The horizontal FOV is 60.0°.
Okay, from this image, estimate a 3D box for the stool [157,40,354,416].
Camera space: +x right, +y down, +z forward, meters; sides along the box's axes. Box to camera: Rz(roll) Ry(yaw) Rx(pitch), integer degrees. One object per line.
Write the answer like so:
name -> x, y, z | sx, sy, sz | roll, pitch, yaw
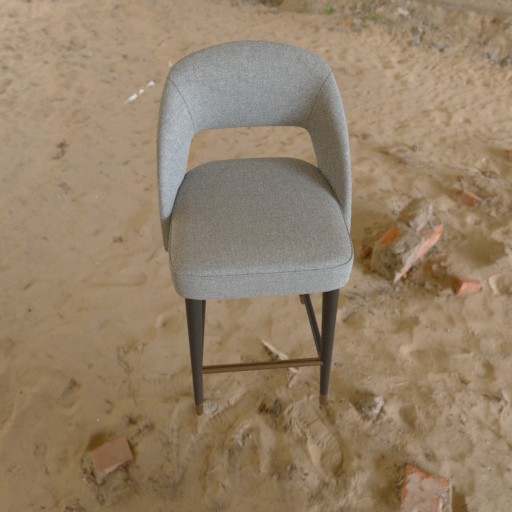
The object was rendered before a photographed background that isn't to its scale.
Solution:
stool -> 0.000, 0.000, 1.307 | 0.494, 1.037, 0.509 | -3, 48, -3
